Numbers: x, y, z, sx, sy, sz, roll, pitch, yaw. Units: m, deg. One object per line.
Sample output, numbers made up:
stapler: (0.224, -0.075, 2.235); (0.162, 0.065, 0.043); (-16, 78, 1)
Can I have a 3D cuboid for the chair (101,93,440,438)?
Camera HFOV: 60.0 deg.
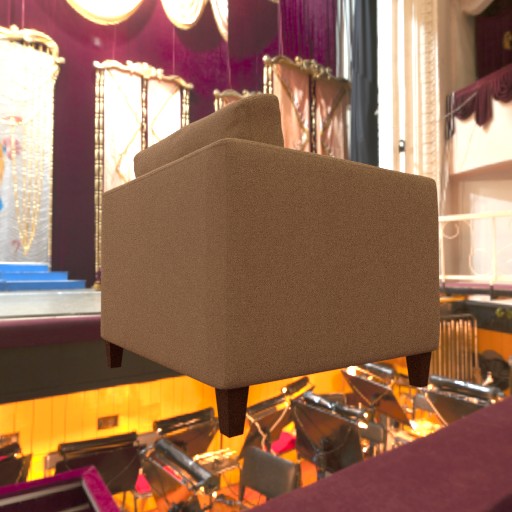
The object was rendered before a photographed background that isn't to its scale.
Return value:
chair: (0.000, 0.000, 1.796); (0.959, 0.961, 1.107); (1, -2, -35)
